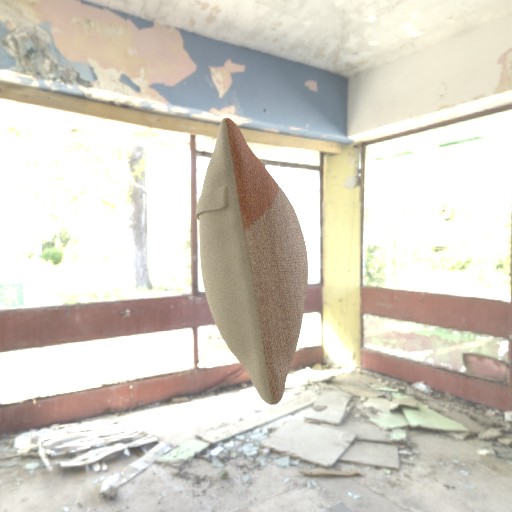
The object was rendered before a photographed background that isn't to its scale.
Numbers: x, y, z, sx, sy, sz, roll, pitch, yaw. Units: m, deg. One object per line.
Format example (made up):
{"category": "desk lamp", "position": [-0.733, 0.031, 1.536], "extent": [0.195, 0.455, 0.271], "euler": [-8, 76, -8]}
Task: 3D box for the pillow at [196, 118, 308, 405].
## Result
{"category": "pillow", "position": [0.000, 0.000, 0.720], "extent": [0.155, 0.292, 0.609], "euler": [0, 2, 1]}
